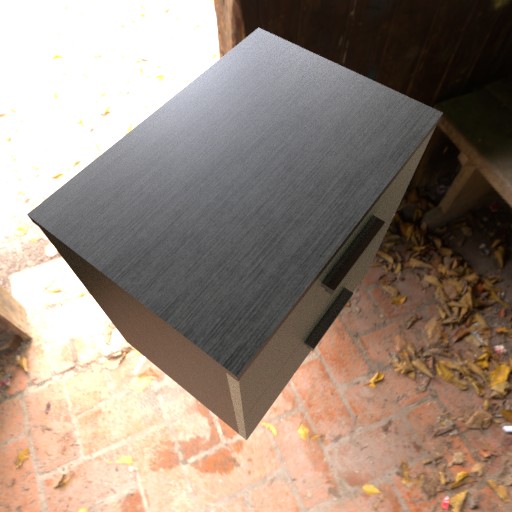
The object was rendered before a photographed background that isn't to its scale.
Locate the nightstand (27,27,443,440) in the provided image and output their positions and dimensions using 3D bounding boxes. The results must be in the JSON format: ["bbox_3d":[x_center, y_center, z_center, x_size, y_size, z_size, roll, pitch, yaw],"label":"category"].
[{"bbox_3d":[0.000,0.000,0.747,0.325,0.460,0.441,33,65,18],"label":"nightstand"}]
